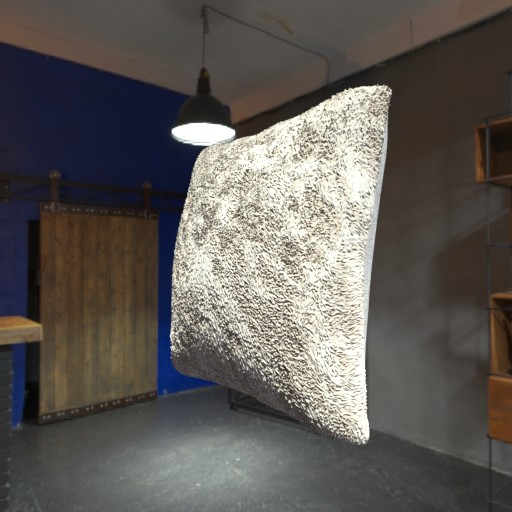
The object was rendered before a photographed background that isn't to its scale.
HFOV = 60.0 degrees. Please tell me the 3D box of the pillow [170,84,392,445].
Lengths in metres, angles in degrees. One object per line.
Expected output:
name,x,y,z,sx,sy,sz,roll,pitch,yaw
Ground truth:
pillow,0.000,0.000,0.808,0.218,0.515,0.529,1,-1,-37
